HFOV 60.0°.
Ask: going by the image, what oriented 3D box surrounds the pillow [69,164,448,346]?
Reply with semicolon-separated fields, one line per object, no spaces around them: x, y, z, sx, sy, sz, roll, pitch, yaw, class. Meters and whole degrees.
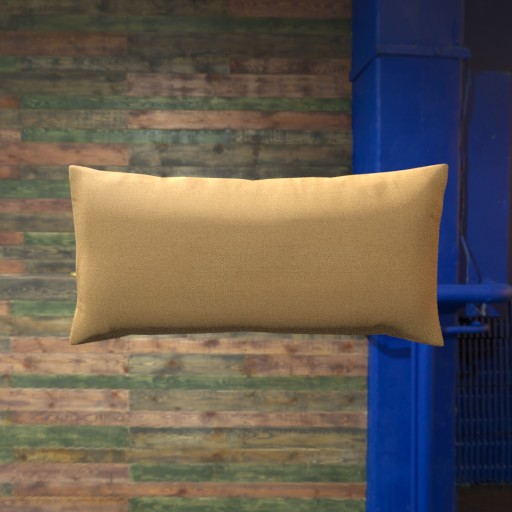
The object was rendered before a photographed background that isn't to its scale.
0.000;0.000;0.715;0.608;0.291;0.151;0;1;1;pillow
